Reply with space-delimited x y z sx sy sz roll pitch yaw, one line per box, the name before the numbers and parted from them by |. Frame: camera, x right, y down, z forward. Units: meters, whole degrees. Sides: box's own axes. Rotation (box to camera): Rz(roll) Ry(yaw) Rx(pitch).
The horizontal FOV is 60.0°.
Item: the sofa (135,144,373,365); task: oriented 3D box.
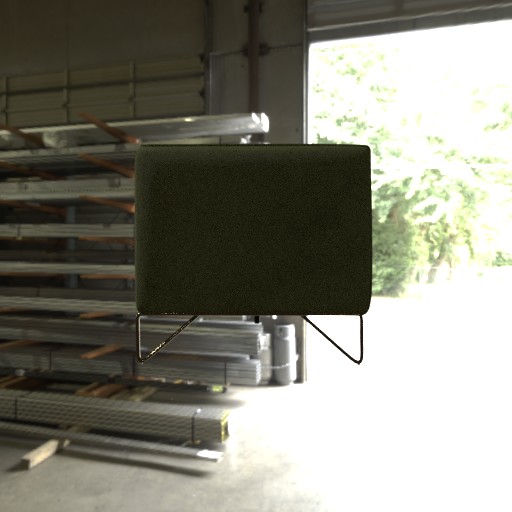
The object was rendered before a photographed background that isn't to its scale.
sofa | 0.000 0.000 2.595 0.867 0.789 2.087 0 0 1
